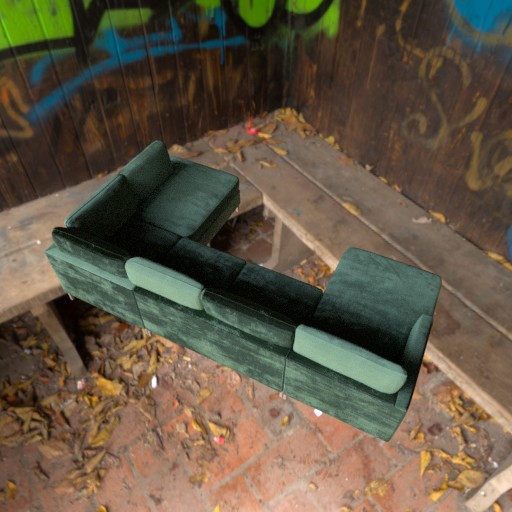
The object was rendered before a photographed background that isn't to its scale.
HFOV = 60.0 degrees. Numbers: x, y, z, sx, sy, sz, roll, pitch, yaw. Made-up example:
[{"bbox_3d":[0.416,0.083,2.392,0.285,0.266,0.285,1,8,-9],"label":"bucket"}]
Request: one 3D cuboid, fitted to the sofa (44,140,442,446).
[{"bbox_3d":[0.000,0.000,4.383,3.434,0.992,2.055,20,51,18],"label":"sofa"}]
